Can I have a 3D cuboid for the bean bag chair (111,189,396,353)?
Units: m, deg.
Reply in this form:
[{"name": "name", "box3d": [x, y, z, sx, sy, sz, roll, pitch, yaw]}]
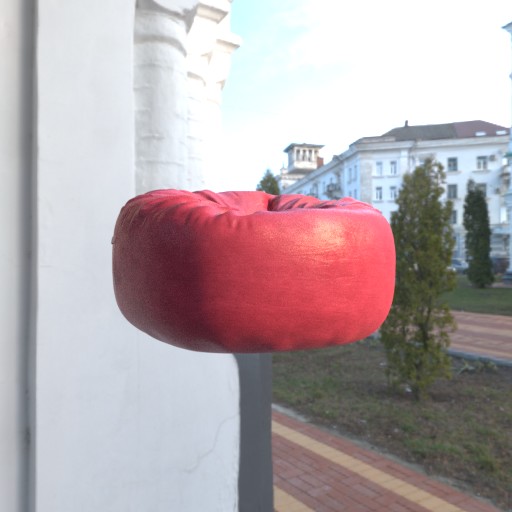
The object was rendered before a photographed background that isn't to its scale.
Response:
[{"name": "bean bag chair", "box3d": [0.000, 0.000, 2.444, 1.524, 0.878, 1.524, 0, -1, -17]}]
